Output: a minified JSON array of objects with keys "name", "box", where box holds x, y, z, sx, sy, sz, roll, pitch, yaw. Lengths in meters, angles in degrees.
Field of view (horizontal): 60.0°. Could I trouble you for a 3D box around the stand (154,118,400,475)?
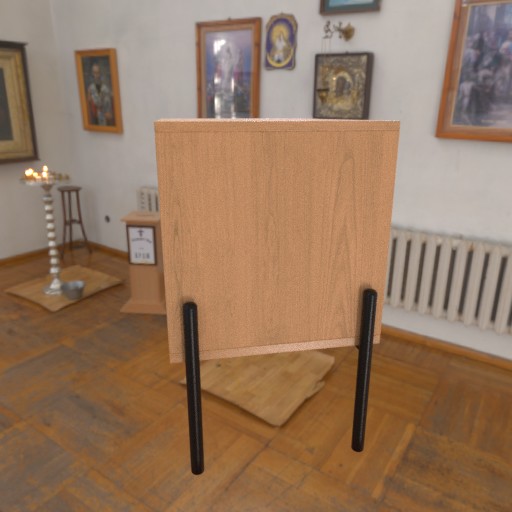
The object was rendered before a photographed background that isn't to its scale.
[{"name":"stand","box":[0.000,0.000,1.019,0.400,0.600,0.630,-3,18,-10]}]
